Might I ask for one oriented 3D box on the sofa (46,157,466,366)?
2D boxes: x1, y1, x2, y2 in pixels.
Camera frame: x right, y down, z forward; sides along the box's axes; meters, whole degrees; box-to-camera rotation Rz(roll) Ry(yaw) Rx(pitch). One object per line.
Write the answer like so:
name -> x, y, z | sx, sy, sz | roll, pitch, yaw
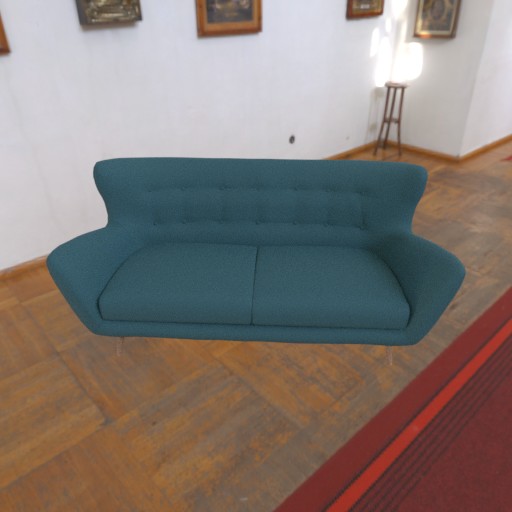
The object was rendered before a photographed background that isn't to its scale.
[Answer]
sofa -> 0.000, 0.000, 2.437 | 1.930, 0.890, 0.889 | 1, 30, 2
